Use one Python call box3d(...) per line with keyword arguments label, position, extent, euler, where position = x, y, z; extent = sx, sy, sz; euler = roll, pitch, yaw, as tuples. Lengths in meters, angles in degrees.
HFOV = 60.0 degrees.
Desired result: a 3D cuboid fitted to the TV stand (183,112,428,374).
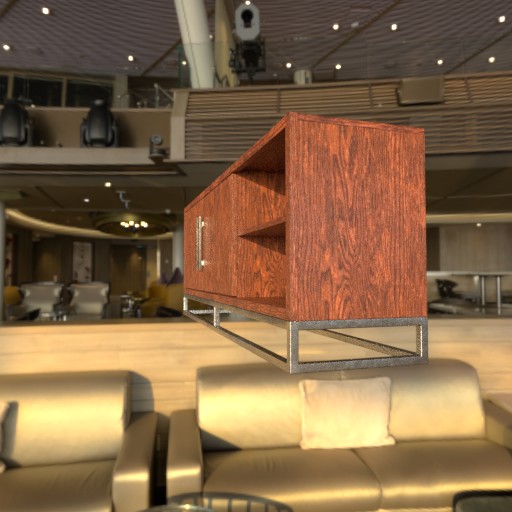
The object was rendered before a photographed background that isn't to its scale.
box3d(label="TV stand", position=(0.000, 0.000, 1.758), extent=(0.382, 0.578, 1.541), euler=(1, -2, -18))
